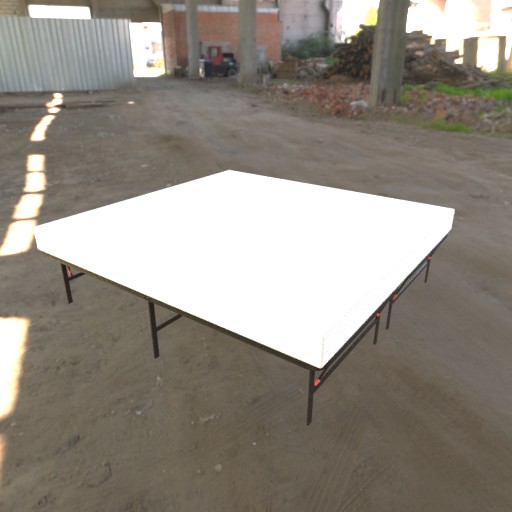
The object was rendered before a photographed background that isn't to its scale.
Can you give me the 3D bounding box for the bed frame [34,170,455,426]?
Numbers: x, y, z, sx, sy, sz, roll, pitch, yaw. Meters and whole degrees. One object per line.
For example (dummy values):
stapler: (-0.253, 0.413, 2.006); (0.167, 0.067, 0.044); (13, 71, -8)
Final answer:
bed frame: (0.000, 0.000, 3.038); (2.032, 0.559, 1.930); (16, 29, 33)
